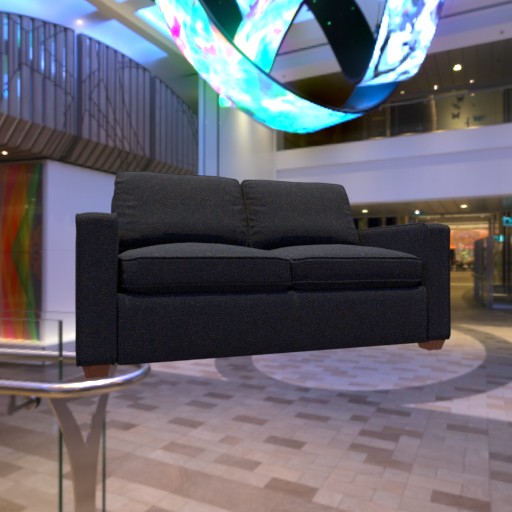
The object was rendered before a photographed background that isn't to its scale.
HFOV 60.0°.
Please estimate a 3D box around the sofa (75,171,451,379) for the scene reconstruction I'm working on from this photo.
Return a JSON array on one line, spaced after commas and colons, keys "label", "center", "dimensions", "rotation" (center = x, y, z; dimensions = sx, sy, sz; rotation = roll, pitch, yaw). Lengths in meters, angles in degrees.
[{"label": "sofa", "center": [0.000, 0.000, 2.295], "dimensions": [1.709, 0.918, 0.947], "rotation": [0, 0, -19]}]
